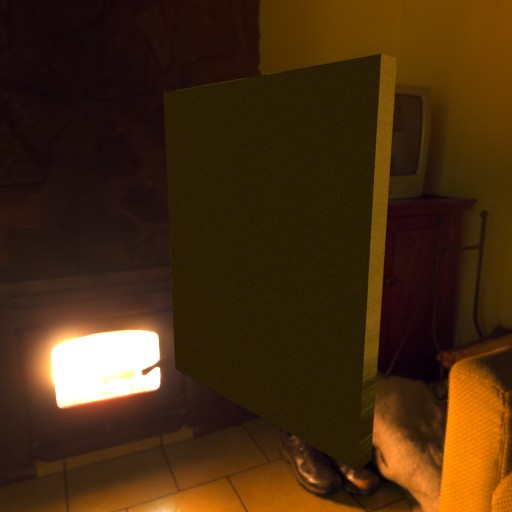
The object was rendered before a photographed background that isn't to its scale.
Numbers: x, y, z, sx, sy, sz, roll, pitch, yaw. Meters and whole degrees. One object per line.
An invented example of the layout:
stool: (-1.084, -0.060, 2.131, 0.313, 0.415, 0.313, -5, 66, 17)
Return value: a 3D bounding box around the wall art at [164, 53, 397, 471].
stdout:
wall art: (0.000, 0.000, 0.810, 0.489, 0.608, 0.040, 12, 17, 44)
